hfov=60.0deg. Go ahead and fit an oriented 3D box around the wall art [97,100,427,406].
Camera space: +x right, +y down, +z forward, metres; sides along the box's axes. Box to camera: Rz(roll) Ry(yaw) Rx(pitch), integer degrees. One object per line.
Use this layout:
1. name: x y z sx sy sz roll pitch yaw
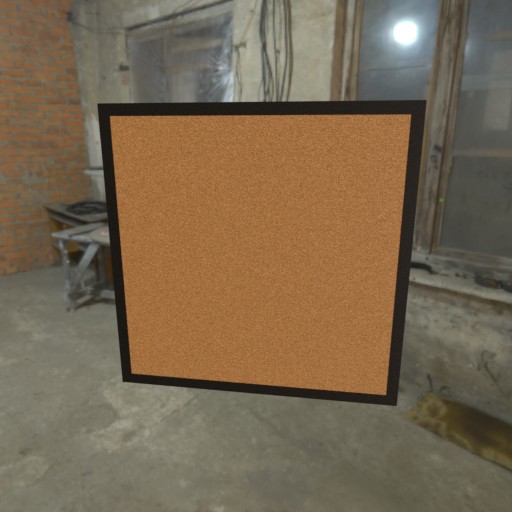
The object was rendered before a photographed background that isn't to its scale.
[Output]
1. wall art: 0.000 0.000 0.464 0.305 0.304 0.038 2 16 9
